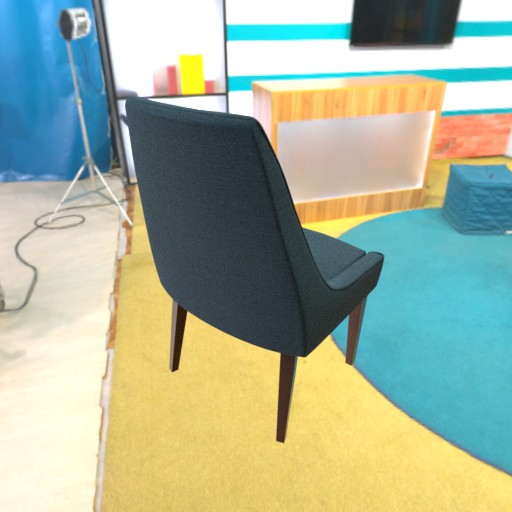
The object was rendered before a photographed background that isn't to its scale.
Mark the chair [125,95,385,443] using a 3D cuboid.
[{"bbox_3d":[0.000,0.000,1.207,0.529,0.861,0.544,21,36,33],"label":"chair"}]
